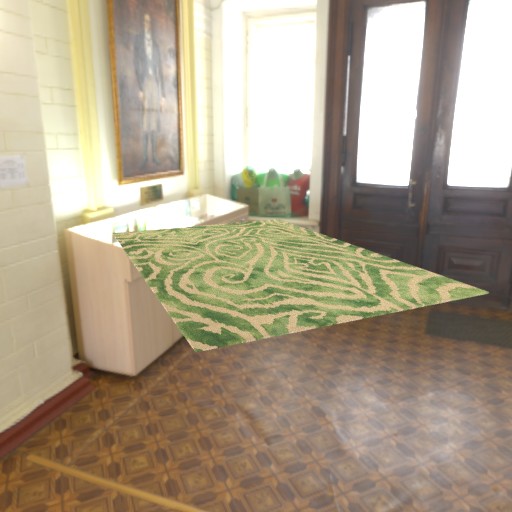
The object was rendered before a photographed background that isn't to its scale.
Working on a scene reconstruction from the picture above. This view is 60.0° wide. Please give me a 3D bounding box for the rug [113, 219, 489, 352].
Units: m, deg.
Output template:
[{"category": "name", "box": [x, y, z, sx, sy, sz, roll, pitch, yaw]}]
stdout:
[{"category": "rug", "box": [0.000, 0.000, 2.330, 1.220, 0.006, 1.826, -7, 16, -24]}]
